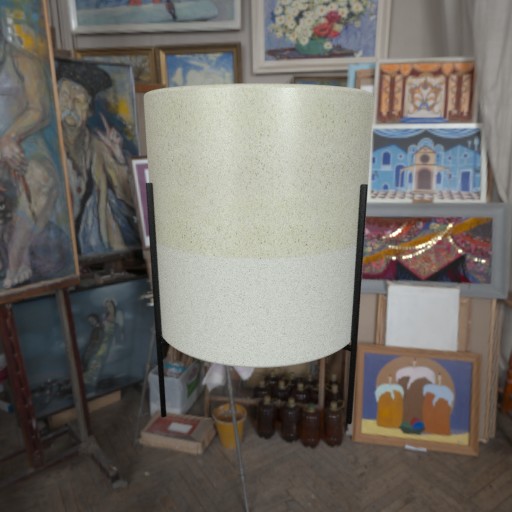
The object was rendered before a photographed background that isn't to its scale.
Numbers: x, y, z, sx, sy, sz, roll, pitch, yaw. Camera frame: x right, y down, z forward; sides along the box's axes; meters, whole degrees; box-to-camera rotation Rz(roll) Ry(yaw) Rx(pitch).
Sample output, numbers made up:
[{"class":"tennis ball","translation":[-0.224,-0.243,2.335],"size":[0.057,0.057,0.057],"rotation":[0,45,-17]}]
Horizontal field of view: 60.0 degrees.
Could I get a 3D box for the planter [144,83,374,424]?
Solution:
[{"class":"planter","translation":[0.000,0.000,0.704],"size":[0.333,0.483,0.324],"rotation":[-8,17,-26]}]
